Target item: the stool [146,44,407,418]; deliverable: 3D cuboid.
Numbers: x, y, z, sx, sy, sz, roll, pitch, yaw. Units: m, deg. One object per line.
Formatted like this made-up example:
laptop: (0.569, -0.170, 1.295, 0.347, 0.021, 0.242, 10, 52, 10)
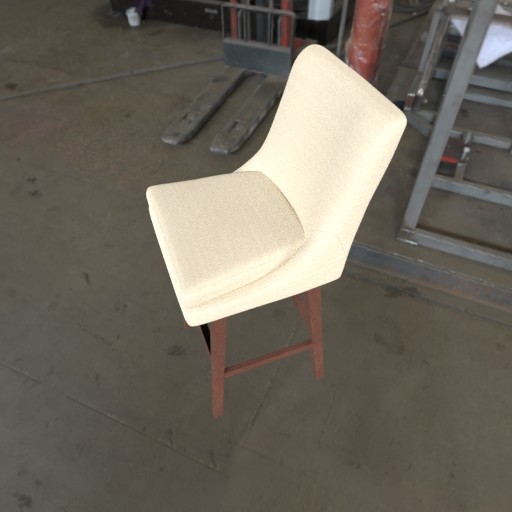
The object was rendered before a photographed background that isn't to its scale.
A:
stool: (0.000, 0.000, 1.403, 0.559, 1.093, 0.483, -16, 49, -14)
